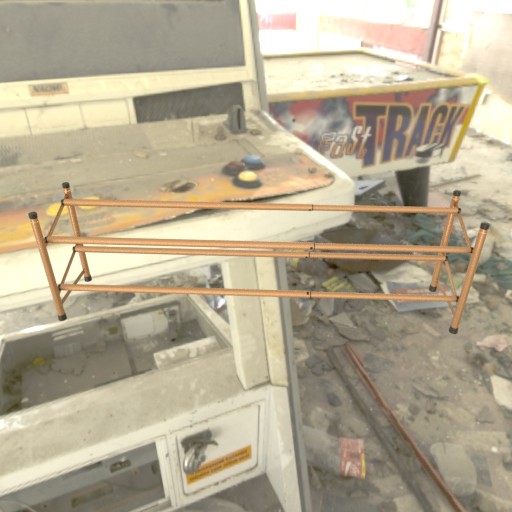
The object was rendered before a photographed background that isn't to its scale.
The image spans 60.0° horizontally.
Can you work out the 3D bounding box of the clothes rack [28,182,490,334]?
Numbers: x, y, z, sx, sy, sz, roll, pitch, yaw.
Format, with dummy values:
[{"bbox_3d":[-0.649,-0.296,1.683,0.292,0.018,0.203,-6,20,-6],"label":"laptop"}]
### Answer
[{"bbox_3d":[0.000,0.000,1.296,1.168,0.349,0.229,1,31,2],"label":"clothes rack"}]
